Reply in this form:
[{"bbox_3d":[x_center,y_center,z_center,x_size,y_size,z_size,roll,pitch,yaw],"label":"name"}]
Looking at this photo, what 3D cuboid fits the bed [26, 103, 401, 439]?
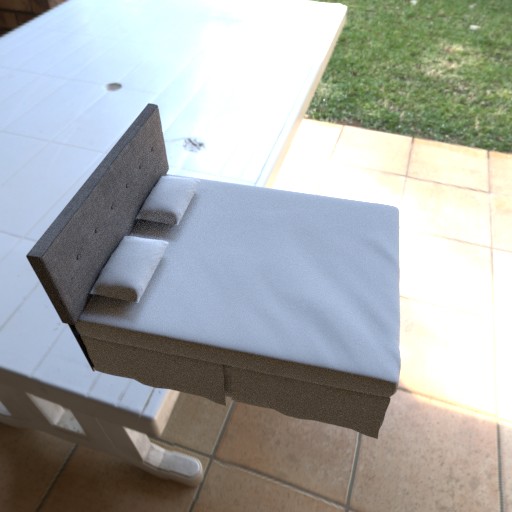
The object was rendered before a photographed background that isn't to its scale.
[{"bbox_3d":[0.000,0.000,2.974,1.958,1.168,1.621,9,47,9],"label":"bed"}]
